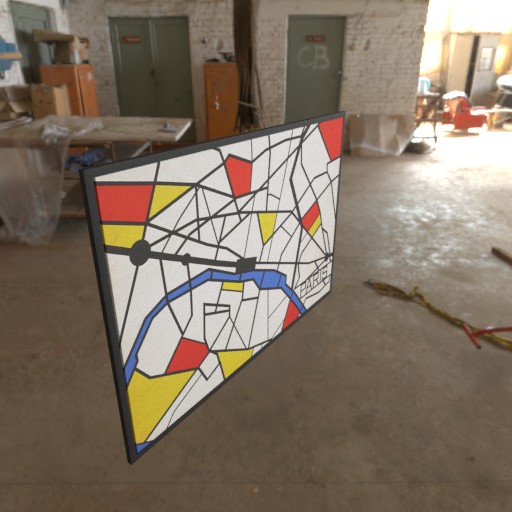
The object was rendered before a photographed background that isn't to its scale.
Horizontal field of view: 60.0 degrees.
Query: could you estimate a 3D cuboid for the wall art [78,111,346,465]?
[{"bbox_3d":[0.000,0.000,1.207,0.013,0.665,0.963,17,30,32],"label":"wall art"}]
